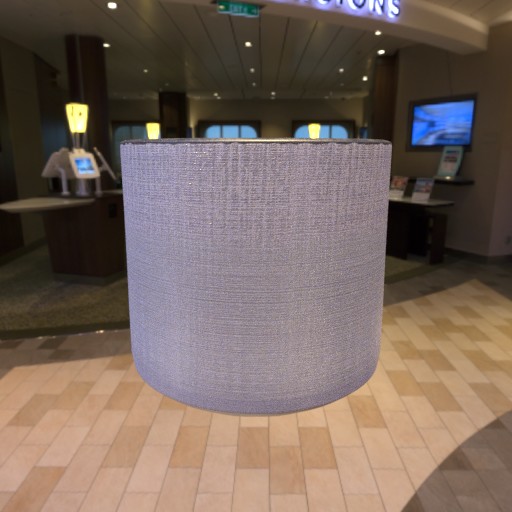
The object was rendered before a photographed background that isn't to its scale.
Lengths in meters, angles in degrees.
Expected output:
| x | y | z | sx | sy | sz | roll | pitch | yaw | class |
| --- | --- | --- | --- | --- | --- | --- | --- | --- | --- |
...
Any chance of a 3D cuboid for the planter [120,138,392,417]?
| x | y | z | sx | sy | sz | roll | pitch | yaw | class |
| --- | --- | --- | --- | --- | --- | --- | --- | --- | --- |
| 0.000 | 0.000 | 0.222 | 0.125 | 0.112 | 0.125 | 0 | 14 | 0 | planter |
